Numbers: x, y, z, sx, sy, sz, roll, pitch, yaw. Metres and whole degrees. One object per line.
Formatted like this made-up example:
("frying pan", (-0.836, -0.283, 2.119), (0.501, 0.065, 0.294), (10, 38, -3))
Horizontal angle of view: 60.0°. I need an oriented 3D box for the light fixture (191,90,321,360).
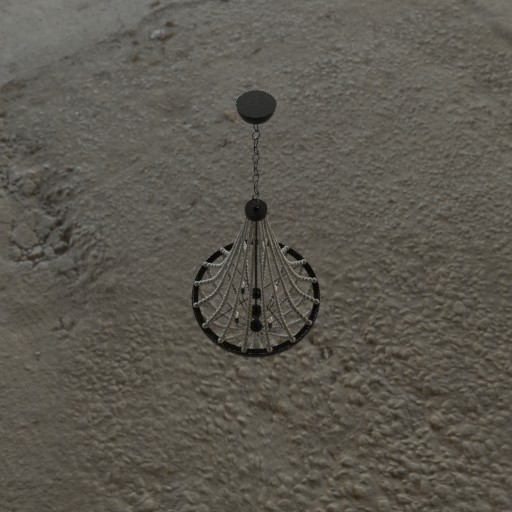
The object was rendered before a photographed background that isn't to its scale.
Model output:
("light fixture", (0.000, 0.000, 1.331), (0.450, 1.133, 0.450), (0, 59, 0))
